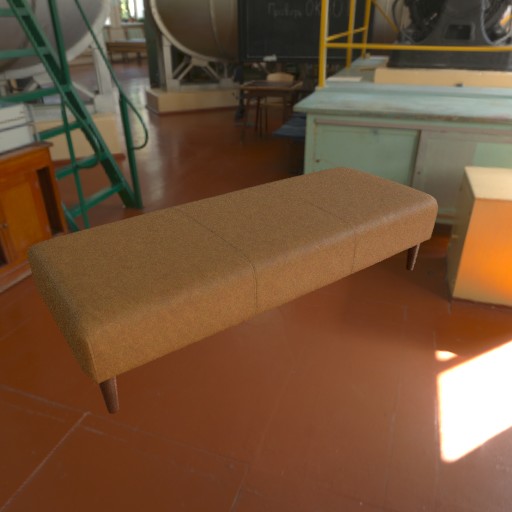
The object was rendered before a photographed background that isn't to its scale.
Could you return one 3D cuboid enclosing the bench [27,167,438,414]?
[{"bbox_3d":[0.000,0.000,1.860,1.610,0.399,0.653,-19,34,-31],"label":"bench"}]
